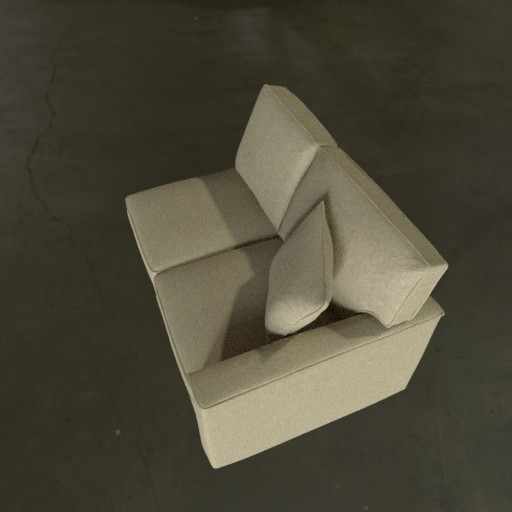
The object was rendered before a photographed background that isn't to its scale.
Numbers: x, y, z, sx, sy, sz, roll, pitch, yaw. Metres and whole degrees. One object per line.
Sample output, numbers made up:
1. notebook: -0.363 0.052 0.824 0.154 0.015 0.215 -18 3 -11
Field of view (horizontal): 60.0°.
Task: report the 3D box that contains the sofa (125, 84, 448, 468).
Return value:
1. sofa: 0.000 0.000 2.077 0.991 0.989 1.388 -17 49 -15
